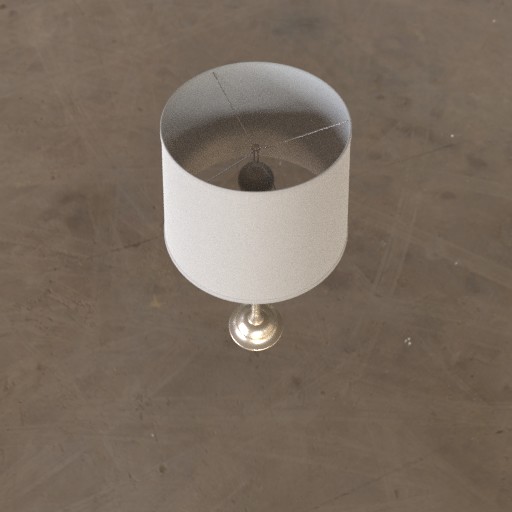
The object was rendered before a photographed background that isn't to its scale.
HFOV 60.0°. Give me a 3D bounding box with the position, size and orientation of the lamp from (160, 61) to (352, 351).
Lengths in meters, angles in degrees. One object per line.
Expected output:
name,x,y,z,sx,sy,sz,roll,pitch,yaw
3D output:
lamp,0.000,0.000,0.901,0.331,0.698,0.331,0,58,0
